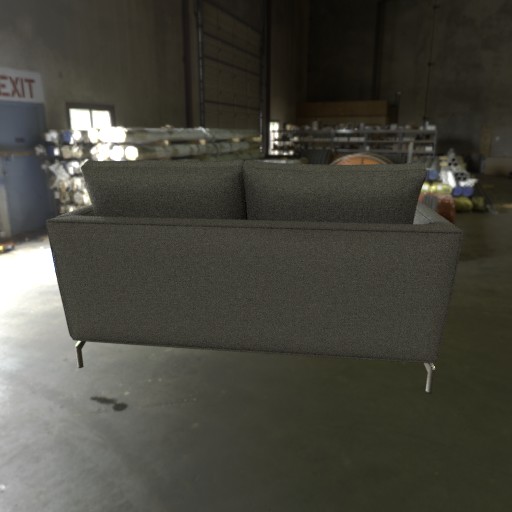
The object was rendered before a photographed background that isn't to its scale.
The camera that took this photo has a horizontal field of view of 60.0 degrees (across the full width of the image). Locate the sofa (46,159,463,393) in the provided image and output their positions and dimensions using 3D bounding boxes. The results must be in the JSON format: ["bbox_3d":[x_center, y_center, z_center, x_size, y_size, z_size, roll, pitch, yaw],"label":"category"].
[{"bbox_3d":[0.000,0.000,2.094,1.594,0.924,0.803,2,16,7],"label":"sofa"}]
